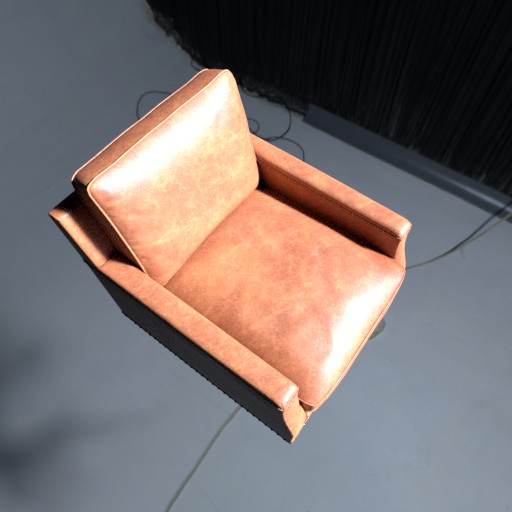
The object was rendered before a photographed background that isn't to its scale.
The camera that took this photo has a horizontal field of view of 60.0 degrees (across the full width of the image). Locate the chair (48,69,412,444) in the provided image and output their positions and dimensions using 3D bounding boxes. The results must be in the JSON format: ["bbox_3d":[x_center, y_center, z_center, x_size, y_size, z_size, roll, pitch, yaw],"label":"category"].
[{"bbox_3d":[0.000,0.000,1.687,1.014,0.943,0.853,33,65,18],"label":"chair"}]
